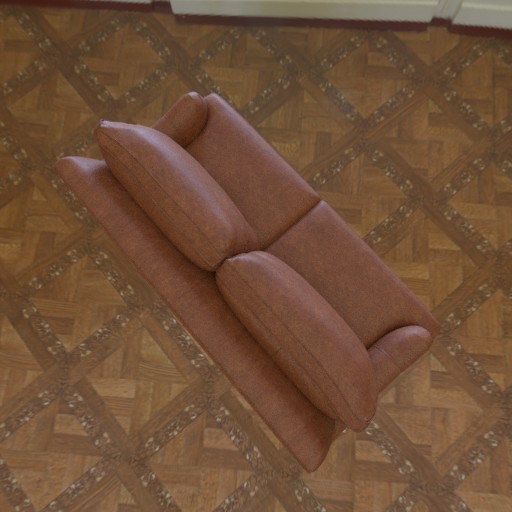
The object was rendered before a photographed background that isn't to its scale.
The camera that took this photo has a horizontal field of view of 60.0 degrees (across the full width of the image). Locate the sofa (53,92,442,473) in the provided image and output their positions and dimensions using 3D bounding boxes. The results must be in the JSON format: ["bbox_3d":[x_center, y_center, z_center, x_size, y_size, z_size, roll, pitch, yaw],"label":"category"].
[{"bbox_3d":[0.000,0.000,2.709,1.147,1.071,2.144,-41,79,-9],"label":"sofa"}]
